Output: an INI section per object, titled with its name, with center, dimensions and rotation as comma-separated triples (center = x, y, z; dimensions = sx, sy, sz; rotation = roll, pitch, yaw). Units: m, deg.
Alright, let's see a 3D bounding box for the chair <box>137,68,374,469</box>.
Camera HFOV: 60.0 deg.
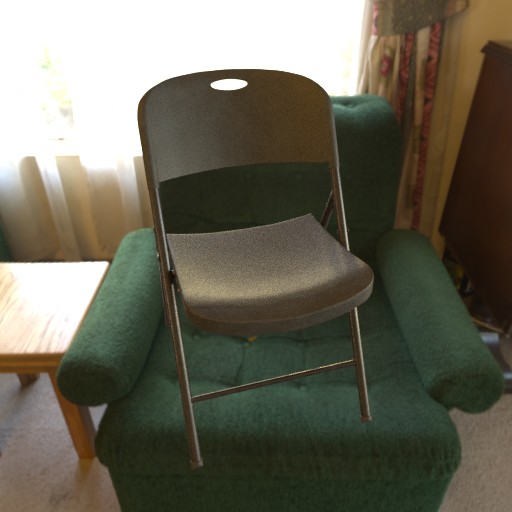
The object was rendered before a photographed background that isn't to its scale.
[chair]
center = 0.000, 0.000, 1.144
dimensions = 0.494, 0.810, 0.566
rotation = -9, 34, -14
